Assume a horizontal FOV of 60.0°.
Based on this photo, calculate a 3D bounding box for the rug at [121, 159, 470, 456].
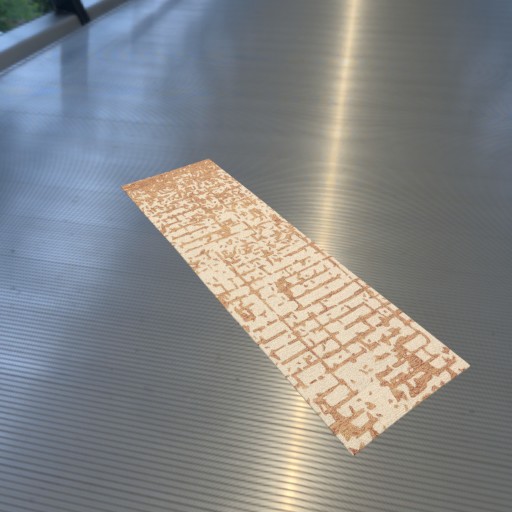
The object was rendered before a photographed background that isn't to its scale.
[{"bbox_3d":[0.000,0.000,2.665,0.750,0.011,2.435,-24,46,-26],"label":"rug"}]
